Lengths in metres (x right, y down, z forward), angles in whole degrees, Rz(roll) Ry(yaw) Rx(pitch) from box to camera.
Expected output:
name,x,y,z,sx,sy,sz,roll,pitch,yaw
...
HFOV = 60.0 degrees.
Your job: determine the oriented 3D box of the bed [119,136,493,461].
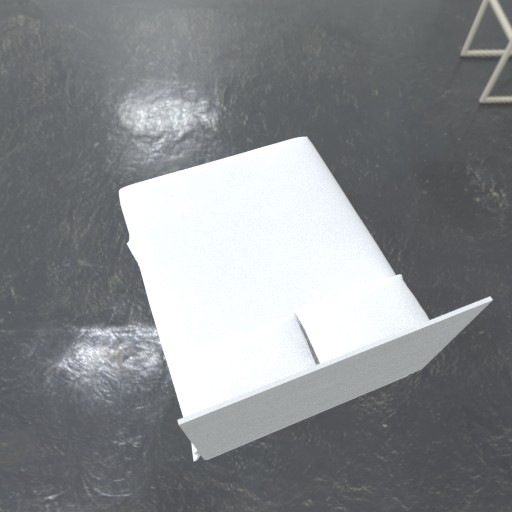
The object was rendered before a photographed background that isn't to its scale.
name,x,y,z,sx,sy,sz,roll,pitch,yaw
bed,0.000,0.000,3.096,1.745,1.335,2.094,-18,60,-11
